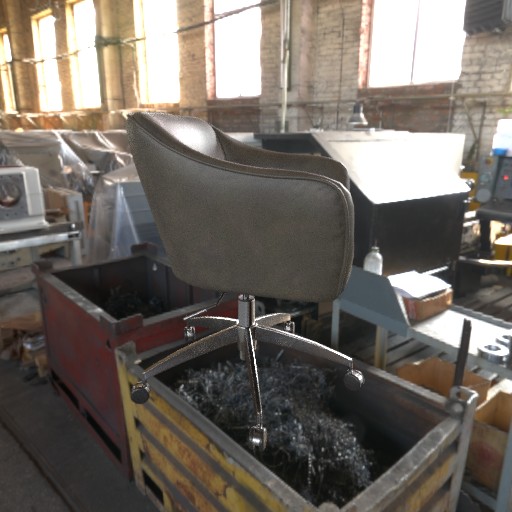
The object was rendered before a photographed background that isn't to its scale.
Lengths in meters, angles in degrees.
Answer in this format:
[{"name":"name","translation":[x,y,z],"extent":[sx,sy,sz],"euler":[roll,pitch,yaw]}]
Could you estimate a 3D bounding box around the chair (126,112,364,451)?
[{"name":"chair","translation":[0.000,0.000,1.340],"extent":[0.689,0.827,0.713],"euler":[3,16,10]}]
